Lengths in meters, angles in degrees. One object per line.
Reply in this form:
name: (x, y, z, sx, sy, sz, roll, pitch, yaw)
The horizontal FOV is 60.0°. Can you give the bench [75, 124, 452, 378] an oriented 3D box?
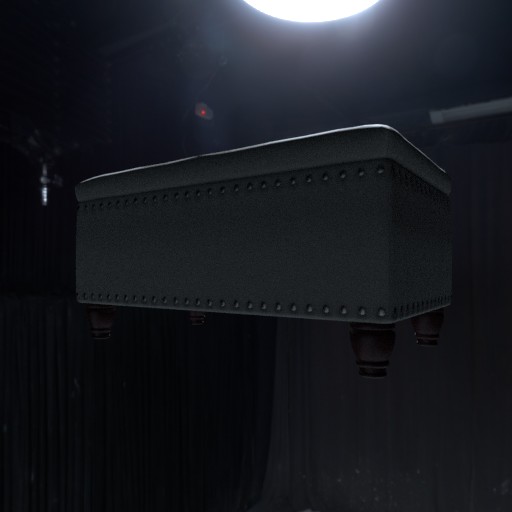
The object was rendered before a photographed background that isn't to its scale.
bench: (0.000, 0.000, 1.178, 0.887, 0.449, 0.500, -1, -2, 34)
